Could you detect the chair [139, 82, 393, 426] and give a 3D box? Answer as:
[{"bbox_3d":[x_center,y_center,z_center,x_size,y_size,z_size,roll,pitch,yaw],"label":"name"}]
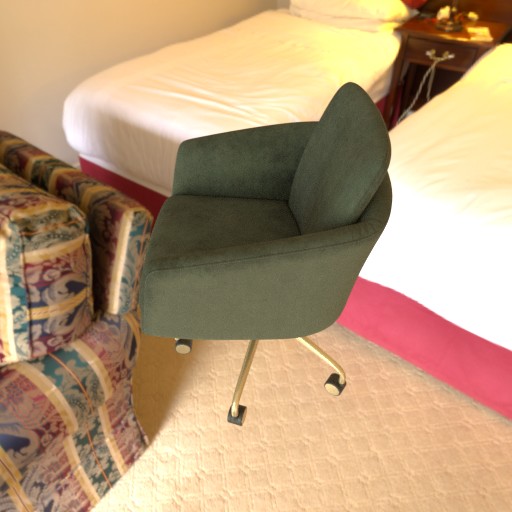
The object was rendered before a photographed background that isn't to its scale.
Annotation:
[{"bbox_3d":[0.000,0.000,1.333,0.635,0.908,0.641,0,41,0],"label":"chair"}]
